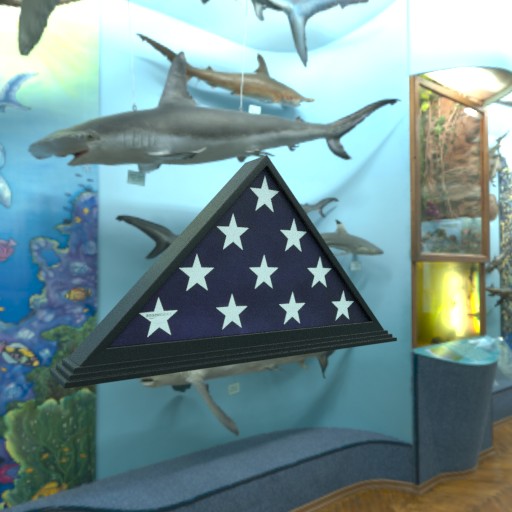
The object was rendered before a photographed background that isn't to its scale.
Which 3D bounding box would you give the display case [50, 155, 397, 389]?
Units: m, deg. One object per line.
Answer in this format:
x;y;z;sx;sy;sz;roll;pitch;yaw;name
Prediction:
0.000;0.000;0.772;0.640;0.340;0.095;1;-2;-35;display case
